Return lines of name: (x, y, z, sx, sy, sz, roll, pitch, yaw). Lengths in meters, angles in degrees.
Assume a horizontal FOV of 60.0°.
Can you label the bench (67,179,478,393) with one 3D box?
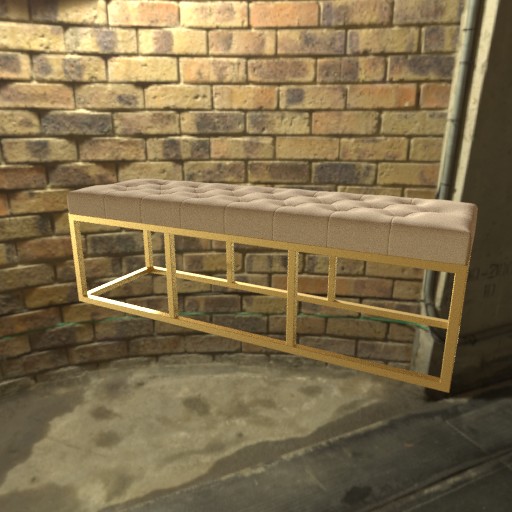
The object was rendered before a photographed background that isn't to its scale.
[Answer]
bench: (0.000, 0.000, 1.701, 1.473, 0.484, 0.457, 9, 19, 26)
